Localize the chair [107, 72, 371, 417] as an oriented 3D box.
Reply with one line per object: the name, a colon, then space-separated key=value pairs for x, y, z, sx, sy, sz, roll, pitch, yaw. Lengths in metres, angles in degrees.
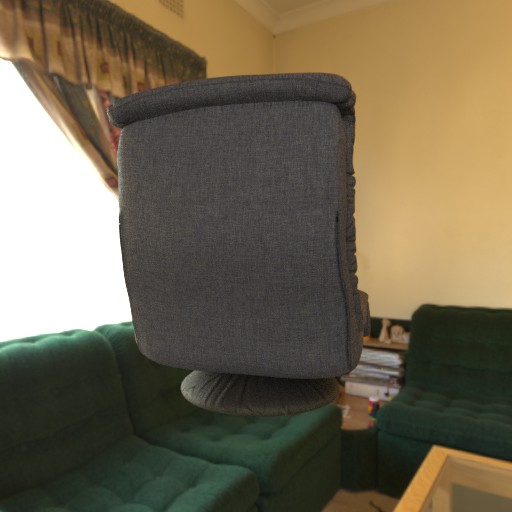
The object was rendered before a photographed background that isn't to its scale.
chair: x=0.000 y=0.000 z=1.224 sx=0.597 sy=0.749 sz=0.668 roll=0 pitch=0 yaw=16
